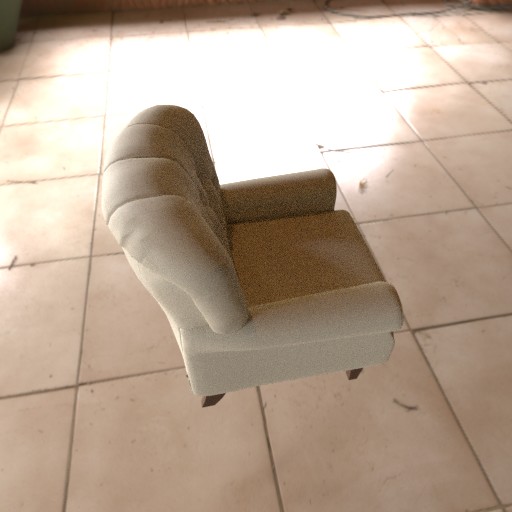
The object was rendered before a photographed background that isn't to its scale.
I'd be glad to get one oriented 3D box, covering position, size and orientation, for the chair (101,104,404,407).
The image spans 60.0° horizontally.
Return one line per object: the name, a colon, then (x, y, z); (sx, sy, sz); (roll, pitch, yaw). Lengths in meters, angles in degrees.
chair: (0.000, 0.000, 2.020); (1.132, 1.169, 1.035); (-8, 47, -8)
